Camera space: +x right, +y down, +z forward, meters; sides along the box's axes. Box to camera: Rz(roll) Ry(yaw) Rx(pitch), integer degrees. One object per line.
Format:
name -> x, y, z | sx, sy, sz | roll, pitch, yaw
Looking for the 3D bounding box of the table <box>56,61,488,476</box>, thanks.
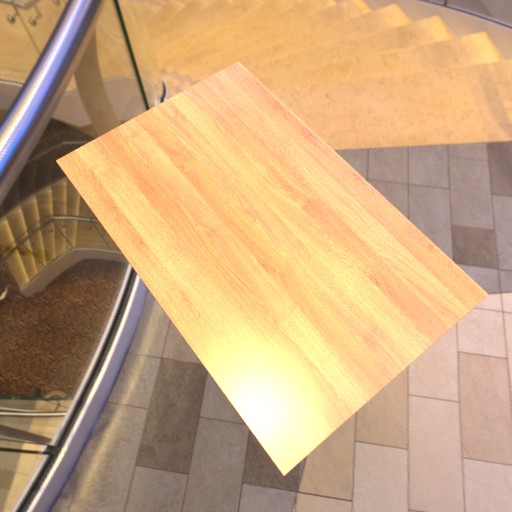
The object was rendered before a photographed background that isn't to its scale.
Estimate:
table -> 0.000, 0.000, 1.464 | 0.700, 0.442, 1.100 | -35, 69, -15
